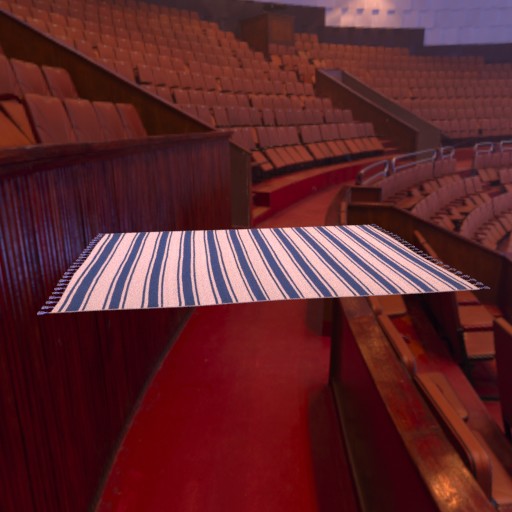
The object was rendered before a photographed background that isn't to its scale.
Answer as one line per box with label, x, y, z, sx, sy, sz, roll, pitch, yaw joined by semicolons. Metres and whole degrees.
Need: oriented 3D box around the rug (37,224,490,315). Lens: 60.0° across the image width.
rug;0.000;0.000;2.926;2.315;0.010;1.544;-2;17;-8
